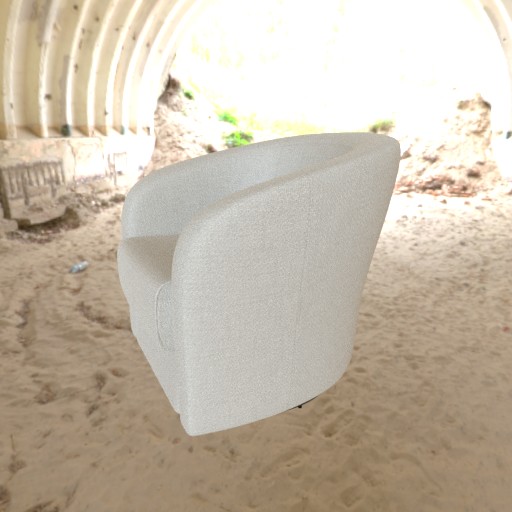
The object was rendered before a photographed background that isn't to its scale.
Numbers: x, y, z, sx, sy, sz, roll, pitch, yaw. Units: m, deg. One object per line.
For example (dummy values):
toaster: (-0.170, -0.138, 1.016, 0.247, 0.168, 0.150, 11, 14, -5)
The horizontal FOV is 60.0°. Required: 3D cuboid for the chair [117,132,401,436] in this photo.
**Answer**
chair: (0.000, 0.000, 1.433, 0.815, 0.771, 0.791, -8, 17, -26)
